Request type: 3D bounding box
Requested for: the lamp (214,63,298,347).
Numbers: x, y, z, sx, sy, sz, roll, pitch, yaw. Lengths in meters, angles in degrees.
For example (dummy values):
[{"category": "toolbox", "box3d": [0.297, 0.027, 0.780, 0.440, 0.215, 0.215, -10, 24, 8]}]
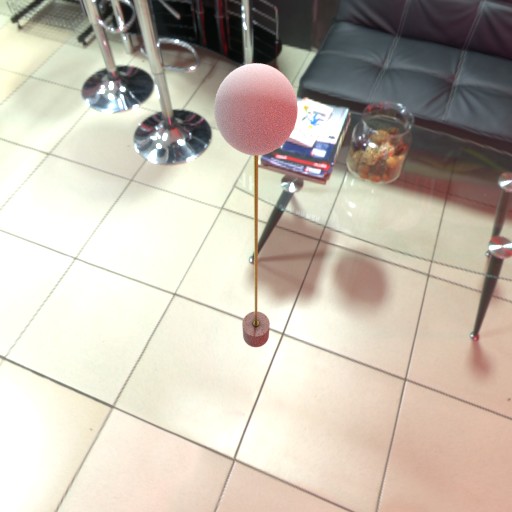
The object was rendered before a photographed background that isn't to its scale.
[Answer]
[{"category": "lamp", "box3d": [0.000, 0.000, 1.854, 0.229, 1.748, 0.229, -31, 63, -18]}]
